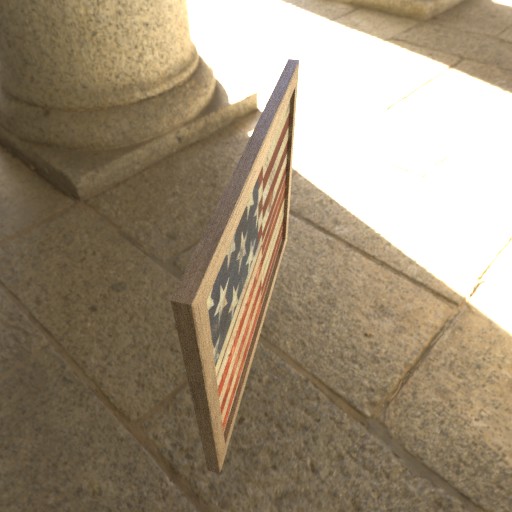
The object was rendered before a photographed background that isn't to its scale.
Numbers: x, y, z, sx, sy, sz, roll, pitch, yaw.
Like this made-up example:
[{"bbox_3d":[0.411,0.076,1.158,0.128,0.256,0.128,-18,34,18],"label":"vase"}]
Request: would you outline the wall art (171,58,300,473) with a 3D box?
[{"bbox_3d":[0.000,0.000,0.917,0.026,0.535,0.690,10,47,10],"label":"wall art"}]
